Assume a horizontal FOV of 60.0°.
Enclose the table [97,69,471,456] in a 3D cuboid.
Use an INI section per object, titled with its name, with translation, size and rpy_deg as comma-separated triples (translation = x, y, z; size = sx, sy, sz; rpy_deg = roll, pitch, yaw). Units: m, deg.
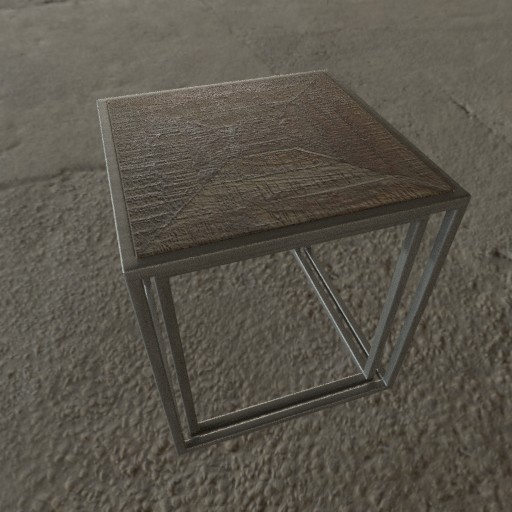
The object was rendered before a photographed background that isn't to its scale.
[table]
translation = 0.000, 0.000, 0.854
size = 0.450, 0.500, 0.449
rpy_deg = -13, 45, -13
